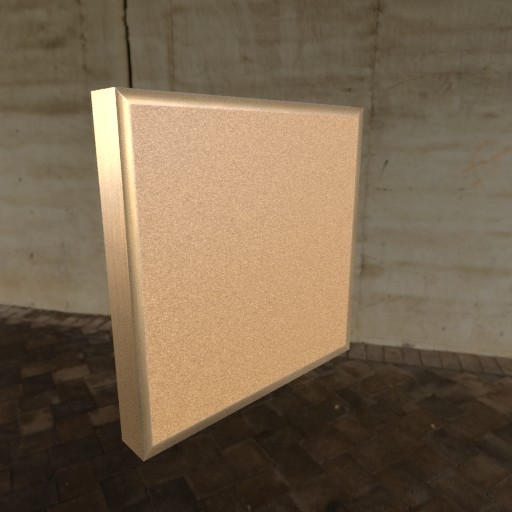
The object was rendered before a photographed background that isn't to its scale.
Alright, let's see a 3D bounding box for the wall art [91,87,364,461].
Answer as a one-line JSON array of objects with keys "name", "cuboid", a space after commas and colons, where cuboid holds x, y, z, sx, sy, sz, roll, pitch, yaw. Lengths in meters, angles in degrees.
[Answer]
[{"name": "wall art", "cuboid": [0.000, 0.000, 0.458, 0.305, 0.303, 0.038, -14, 20, -42]}]
